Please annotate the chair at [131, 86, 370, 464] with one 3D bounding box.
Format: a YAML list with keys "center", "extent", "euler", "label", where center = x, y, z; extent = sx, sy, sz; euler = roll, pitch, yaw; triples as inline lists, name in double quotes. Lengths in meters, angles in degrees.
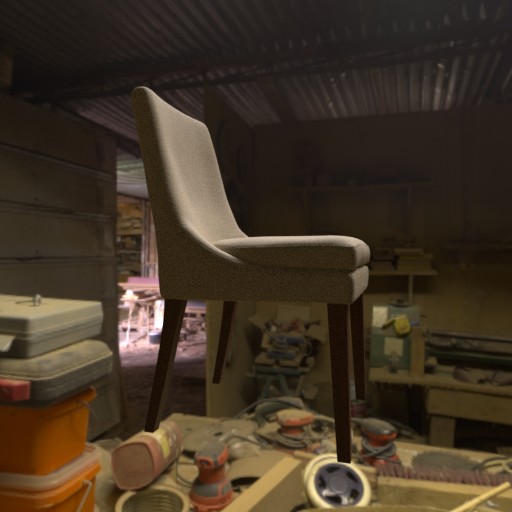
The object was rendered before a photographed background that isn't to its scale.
- center: [0.000, 0.000, 1.325]
  extent: [0.638, 0.940, 0.515]
  euler: [0, 1, 18]
  label: "chair"
